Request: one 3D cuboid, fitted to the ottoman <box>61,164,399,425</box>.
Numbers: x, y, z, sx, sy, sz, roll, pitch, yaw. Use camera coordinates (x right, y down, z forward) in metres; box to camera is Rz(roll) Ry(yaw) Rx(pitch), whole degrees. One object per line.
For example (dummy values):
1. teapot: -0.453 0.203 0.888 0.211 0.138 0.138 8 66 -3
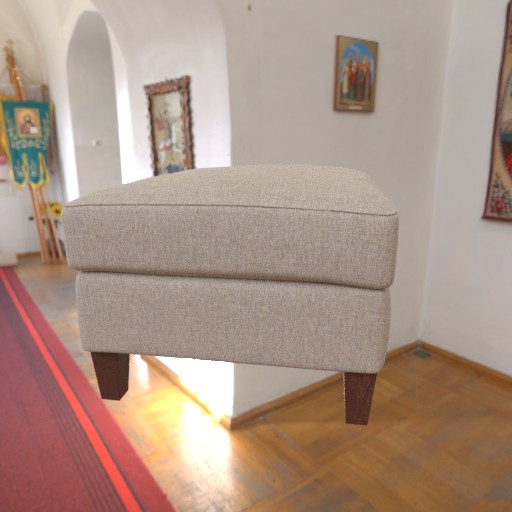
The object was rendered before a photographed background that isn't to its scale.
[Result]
1. ottoman: 0.000 0.000 1.291 0.677 0.519 0.898 2 15 9
